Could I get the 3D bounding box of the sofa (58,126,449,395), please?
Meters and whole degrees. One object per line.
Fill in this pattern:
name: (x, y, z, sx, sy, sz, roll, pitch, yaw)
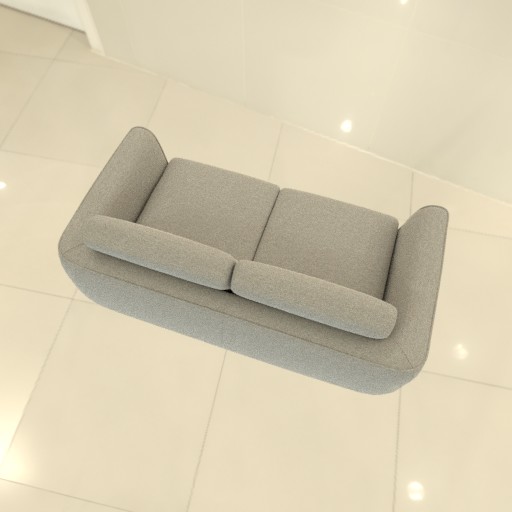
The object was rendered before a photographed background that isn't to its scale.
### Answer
sofa: (0.000, 0.000, 2.215, 1.700, 0.850, 0.920, 17, 64, 9)
